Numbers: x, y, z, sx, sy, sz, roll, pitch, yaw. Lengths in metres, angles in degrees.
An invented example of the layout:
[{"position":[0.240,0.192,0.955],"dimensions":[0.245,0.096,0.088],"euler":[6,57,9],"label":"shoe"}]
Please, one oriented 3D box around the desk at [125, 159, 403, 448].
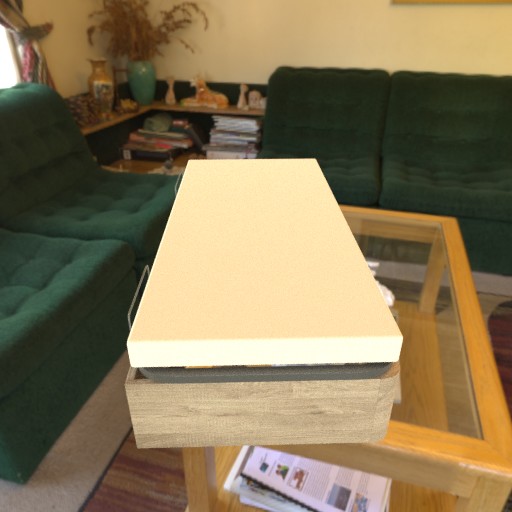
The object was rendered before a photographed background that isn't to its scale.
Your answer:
[{"position":[0.000,0.000,2.265],"dimensions":[0.900,0.455,1.900],"euler":[-1,29,-1],"label":"desk"}]
